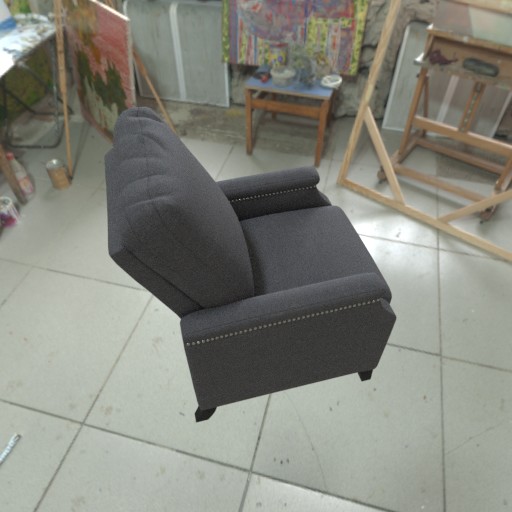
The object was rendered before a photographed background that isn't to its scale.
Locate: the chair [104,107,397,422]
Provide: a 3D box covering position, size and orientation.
[{"bbox_3d":[0.000,0.000,1.663,0.922,1.049,0.710,-11,48,-10],"label":"chair"}]
